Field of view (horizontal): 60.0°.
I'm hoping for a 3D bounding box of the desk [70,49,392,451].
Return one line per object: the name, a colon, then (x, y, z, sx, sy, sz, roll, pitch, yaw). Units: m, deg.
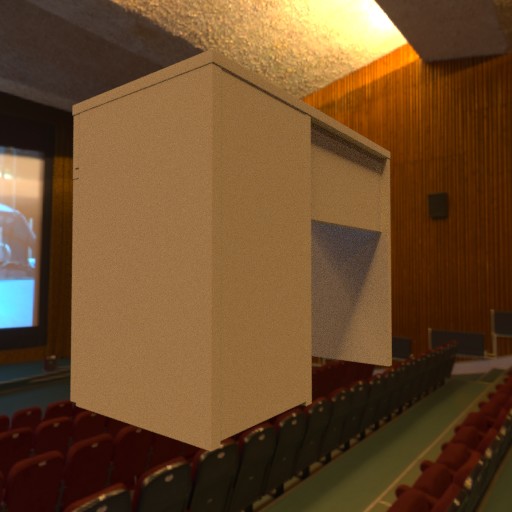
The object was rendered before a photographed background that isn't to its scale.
desk: (0.000, 0.000, 1.304, 0.482, 0.730, 0.898, -1, -2, 37)
